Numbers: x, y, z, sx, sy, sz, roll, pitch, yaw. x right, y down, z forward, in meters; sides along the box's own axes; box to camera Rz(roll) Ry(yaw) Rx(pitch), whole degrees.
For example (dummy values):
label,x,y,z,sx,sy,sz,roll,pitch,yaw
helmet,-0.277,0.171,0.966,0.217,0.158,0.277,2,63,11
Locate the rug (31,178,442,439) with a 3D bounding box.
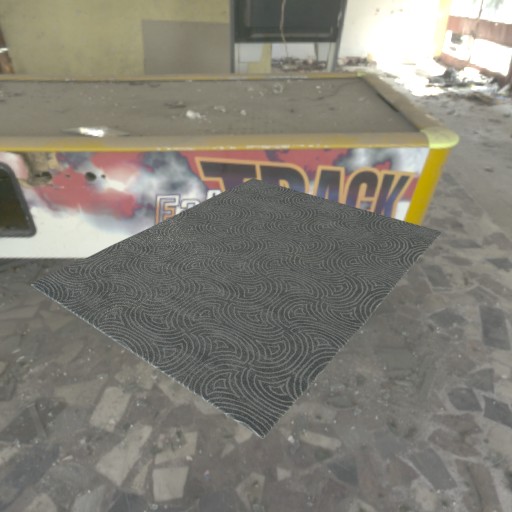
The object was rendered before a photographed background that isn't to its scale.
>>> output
label,x,y,z,sx,sy,sz,roll,pitch,yaw
rug,0.000,0.000,4.119,2.456,0.021,3.042,22,37,31
